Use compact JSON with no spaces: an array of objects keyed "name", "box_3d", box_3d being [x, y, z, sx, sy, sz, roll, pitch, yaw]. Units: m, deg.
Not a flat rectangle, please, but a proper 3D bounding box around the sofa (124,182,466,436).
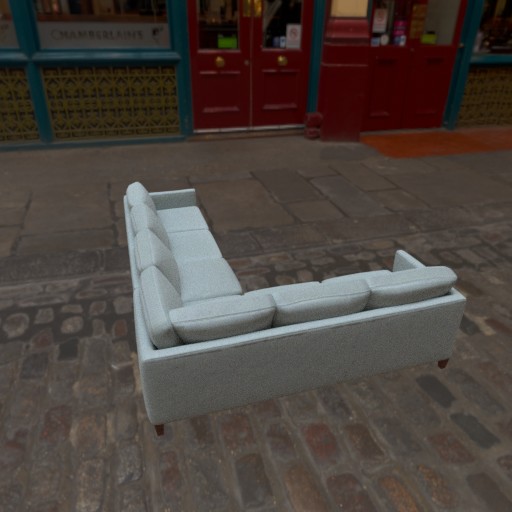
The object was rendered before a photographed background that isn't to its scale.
[{"name":"sofa","box_3d":[0.000,0.000,4.688,2.592,0.947,3.301,-8,29,-15]}]
